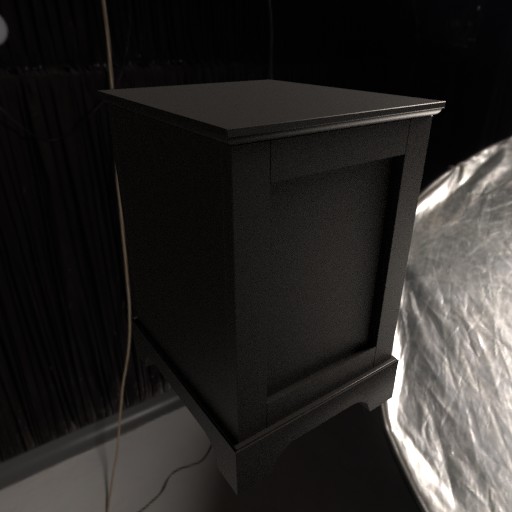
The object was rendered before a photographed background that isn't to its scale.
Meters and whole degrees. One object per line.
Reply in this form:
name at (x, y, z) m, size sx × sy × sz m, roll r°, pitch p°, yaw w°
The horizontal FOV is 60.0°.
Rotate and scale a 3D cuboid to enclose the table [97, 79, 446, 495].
table at (0.000, 0.000, 0.889) m, size 0.399 × 0.610 × 0.460 m, roll -17°, pitch 31°, yaw -31°
